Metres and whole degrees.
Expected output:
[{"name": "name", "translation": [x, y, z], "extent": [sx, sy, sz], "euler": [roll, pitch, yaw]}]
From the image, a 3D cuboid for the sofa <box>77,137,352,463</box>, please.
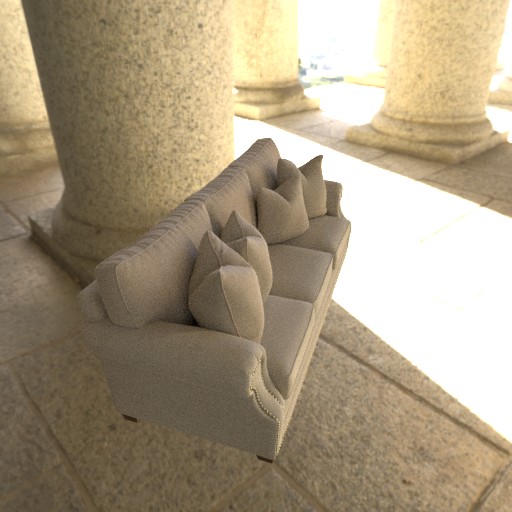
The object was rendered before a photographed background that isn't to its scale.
[{"name": "sofa", "translation": [0.000, 0.000, 2.848], "extent": [0.965, 0.975, 2.312], "euler": [10, 31, 16]}]
